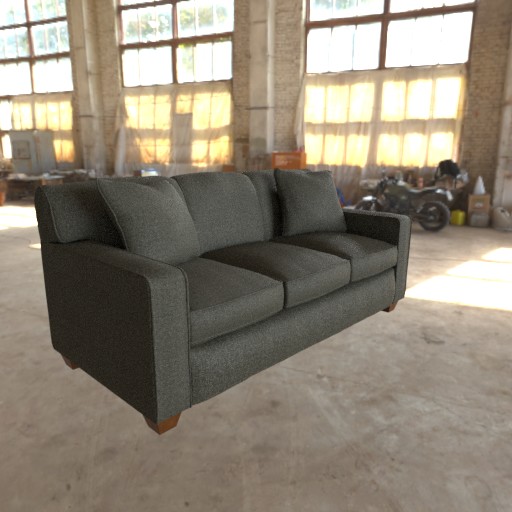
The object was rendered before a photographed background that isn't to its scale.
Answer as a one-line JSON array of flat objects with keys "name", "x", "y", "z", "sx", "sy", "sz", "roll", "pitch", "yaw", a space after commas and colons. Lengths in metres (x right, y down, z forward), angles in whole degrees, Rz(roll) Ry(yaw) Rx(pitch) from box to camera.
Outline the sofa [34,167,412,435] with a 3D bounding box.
[{"name": "sofa", "x": 0.000, "y": 0.000, "z": 2.549, "sx": 0.997, "sy": 0.958, "sz": 2.024, "roll": 13, "pitch": 19, "yaw": 42}]
